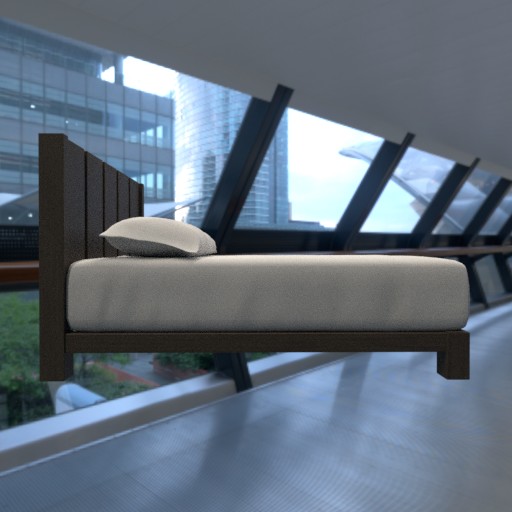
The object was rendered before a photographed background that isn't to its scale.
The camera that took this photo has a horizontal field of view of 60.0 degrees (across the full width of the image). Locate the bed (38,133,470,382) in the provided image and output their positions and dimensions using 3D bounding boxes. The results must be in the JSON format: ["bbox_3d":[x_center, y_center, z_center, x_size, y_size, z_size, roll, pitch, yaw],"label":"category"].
[{"bbox_3d":[0.000,0.000,3.142,2.242,1.270,1.727,0,1,-1],"label":"bed"}]
